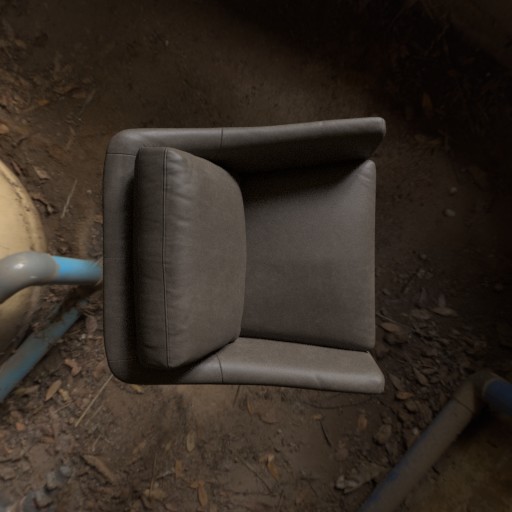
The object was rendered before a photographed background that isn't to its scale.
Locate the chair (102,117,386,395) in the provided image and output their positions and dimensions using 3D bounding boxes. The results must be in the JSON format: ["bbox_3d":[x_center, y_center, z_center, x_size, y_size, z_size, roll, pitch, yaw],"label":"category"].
[{"bbox_3d":[0.000,0.000,1.710,0.961,0.901,0.988,0,91,0],"label":"chair"}]
